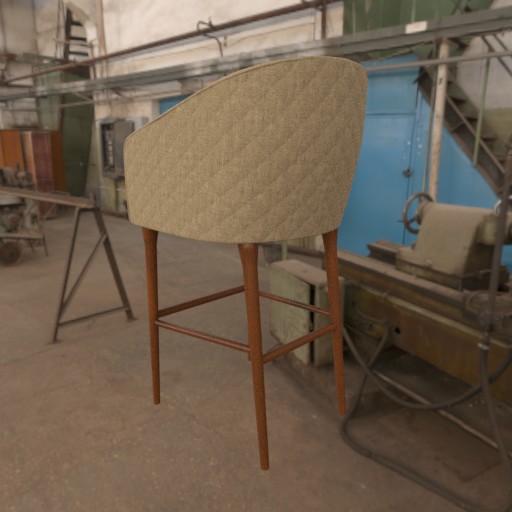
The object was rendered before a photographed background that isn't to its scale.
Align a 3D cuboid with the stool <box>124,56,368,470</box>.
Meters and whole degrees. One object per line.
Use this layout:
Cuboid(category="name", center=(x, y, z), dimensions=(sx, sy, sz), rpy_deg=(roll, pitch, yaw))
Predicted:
Cuboid(category="stool", center=(0.000, 0.000, 1.391), dimensions=(0.559, 1.078, 0.607), rpy_deg=(-14, 20, -43))
